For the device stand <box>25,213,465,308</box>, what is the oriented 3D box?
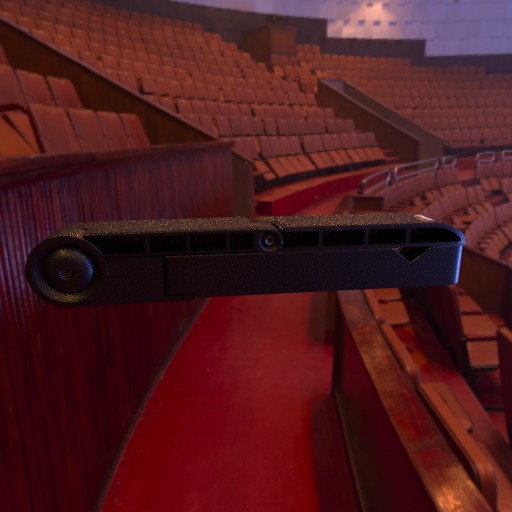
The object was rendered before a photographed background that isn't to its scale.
[{"bbox_3d":[0.000,0.000,0.190,0.179,0.030,0.026,-2,16,-8],"label":"device stand"}]
